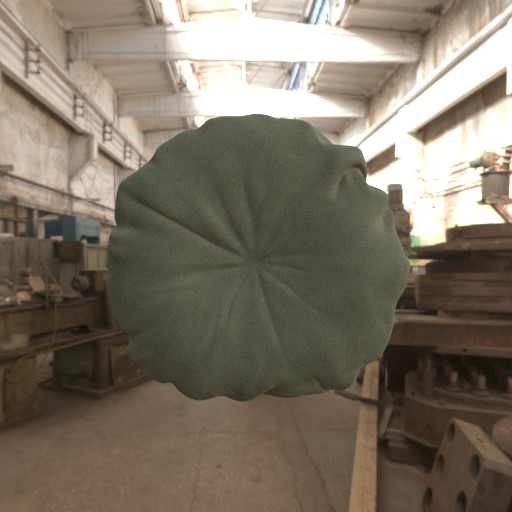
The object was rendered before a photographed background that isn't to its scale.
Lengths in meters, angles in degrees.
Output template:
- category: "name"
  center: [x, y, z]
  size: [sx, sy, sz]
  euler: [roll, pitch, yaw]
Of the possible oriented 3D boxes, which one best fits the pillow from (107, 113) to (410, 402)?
- category: "pillow"
  center: [0.000, 0.000, 0.645]
  size: [0.428, 0.407, 0.148]
  euler: [0, 1, 0]
